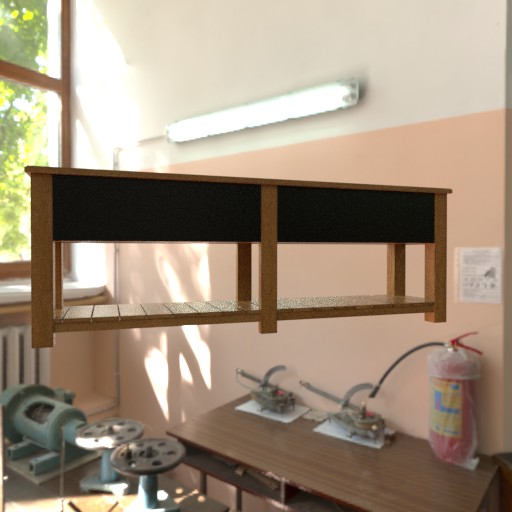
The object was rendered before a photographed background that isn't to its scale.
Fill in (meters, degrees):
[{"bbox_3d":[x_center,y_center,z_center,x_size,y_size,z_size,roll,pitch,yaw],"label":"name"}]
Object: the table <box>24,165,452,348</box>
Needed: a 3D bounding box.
[{"bbox_3d":[0.000,0.000,2.011,1.815,0.635,0.425,0,1,-19],"label":"table"}]
